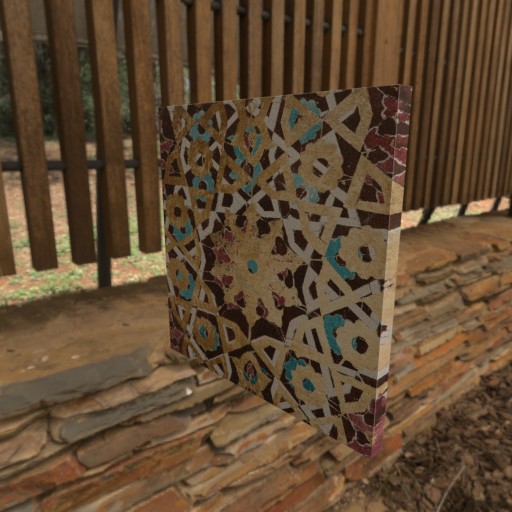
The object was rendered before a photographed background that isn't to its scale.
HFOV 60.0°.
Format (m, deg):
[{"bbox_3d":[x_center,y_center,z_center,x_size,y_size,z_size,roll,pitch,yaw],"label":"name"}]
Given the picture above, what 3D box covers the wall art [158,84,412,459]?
[{"bbox_3d":[0.000,0.000,0.917,0.041,0.613,0.609,-14,20,-43],"label":"wall art"}]
